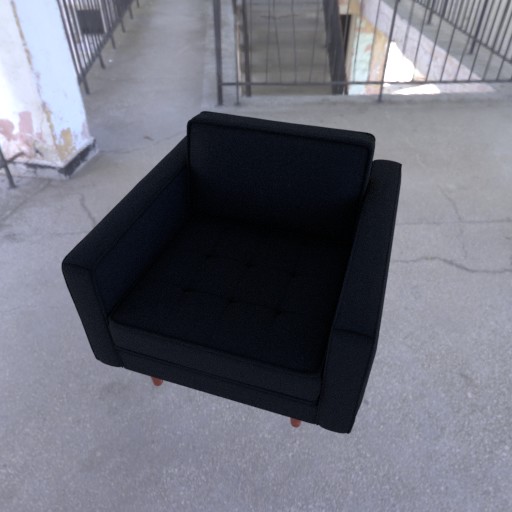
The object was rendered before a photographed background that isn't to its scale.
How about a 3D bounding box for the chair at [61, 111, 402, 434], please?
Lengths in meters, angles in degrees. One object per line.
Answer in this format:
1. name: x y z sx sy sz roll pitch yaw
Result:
1. chair: 0.000 0.000 1.583 0.899 0.770 0.920 12 42 14
